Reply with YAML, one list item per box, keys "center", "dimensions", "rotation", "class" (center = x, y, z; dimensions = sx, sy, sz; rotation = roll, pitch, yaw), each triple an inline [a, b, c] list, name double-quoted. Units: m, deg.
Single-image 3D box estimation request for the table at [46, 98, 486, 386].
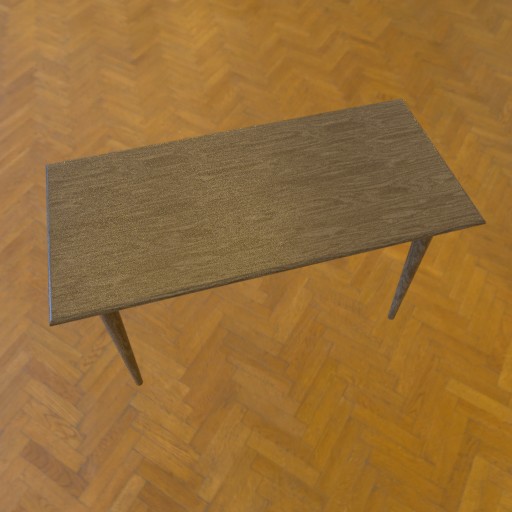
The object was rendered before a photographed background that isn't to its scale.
- center: [0.000, 0.000, 1.745]
  dimensions: [1.300, 0.780, 0.599]
  rotation: [-13, 59, -8]
  class: "table"
